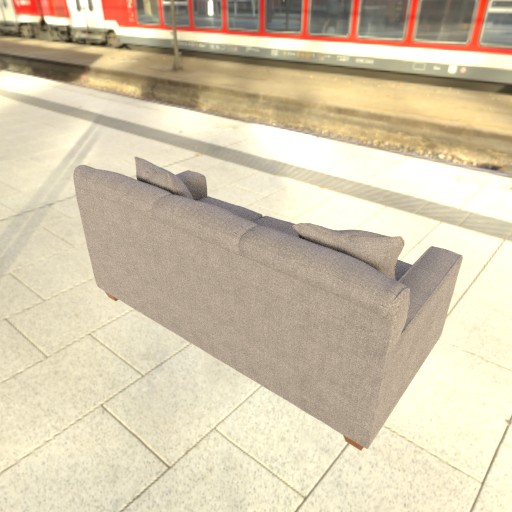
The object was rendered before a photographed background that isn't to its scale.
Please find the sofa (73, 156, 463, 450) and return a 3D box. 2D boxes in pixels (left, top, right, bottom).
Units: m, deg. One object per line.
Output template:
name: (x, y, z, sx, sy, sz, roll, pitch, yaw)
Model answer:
sofa: (0.000, 0.000, 2.588, 2.024, 0.958, 0.997, 22, 38, 32)
